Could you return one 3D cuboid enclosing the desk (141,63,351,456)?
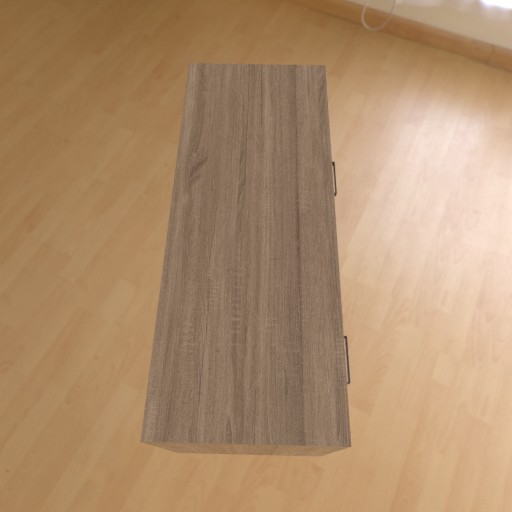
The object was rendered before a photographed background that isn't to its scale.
[{"bbox_3d":[0.000,0.000,2.111,0.690,0.760,1.700,1,64,1],"label":"desk"}]
